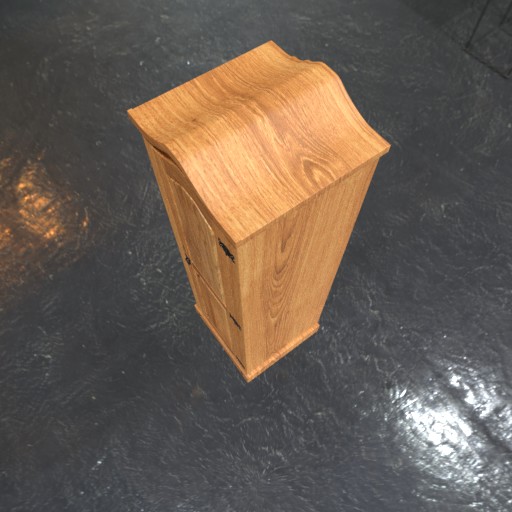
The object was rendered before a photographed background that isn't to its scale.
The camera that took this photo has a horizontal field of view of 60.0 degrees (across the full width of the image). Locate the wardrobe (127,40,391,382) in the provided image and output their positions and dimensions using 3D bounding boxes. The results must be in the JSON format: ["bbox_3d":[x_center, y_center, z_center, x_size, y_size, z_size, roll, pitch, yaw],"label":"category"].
[{"bbox_3d":[0.000,0.000,2.114,0.570,1.870,0.590,-33,67,-16],"label":"wardrobe"}]
